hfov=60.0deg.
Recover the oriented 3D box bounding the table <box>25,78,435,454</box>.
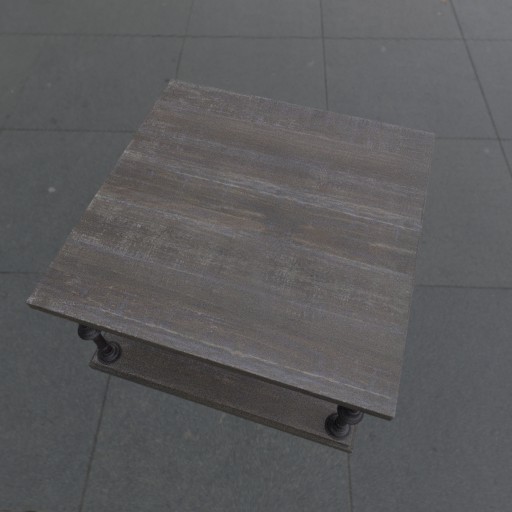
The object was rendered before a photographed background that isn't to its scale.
[{"bbox_3d":[0.000,0.000,1.128,0.696,0.400,0.696,15,59,9],"label":"table"}]
